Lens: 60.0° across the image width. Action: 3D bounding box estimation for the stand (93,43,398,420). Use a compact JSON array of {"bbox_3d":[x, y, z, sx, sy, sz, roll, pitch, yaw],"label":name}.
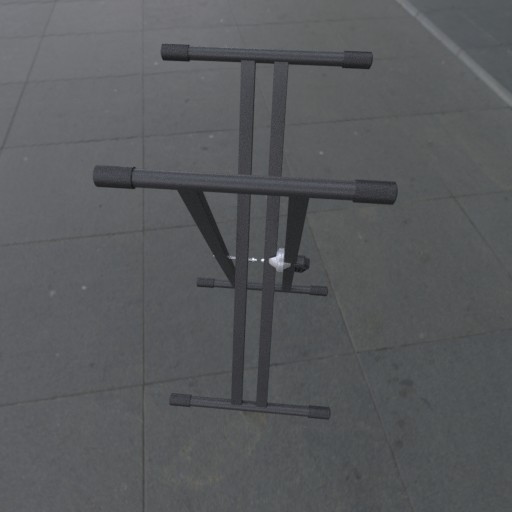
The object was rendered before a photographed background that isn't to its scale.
[{"bbox_3d":[0.000,0.000,1.189,0.495,0.900,0.503,4,48,4],"label":"stand"}]
